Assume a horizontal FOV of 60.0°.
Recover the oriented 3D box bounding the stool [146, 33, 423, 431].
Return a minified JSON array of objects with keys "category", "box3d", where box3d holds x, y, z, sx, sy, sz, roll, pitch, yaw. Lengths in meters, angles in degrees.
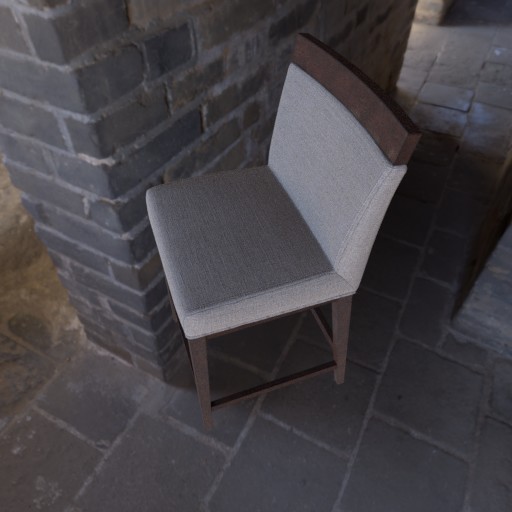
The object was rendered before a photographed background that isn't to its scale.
[{"category":"stool","box3d":[0.000,0.000,1.287,0.531,1.009,0.512,-15,49,-13]}]
